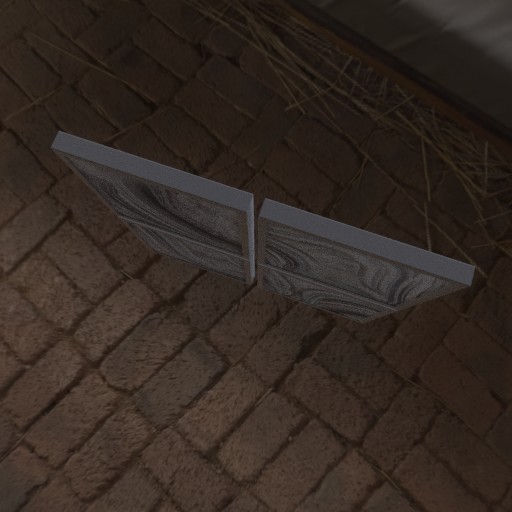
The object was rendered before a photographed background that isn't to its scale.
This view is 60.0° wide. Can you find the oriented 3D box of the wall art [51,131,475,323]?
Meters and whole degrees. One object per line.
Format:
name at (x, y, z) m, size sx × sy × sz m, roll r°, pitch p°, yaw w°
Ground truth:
wall art at (0.000, 0.000, 0.910) m, size 0.611 × 0.611 × 0.029 m, roll 19°, pitch 77°, yaw 4°
